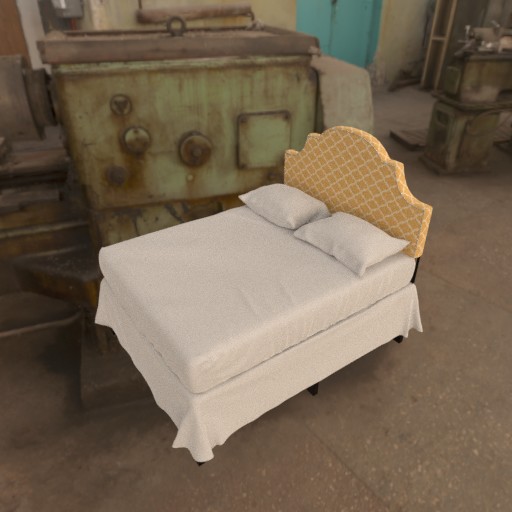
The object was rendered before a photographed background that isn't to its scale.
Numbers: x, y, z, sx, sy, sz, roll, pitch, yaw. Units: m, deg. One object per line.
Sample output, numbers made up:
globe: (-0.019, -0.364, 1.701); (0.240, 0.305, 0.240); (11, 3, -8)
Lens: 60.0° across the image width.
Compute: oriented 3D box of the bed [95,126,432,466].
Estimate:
bed: (0.000, 0.000, 3.396); (2.222, 1.633, 1.780); (-21, 37, -30)
